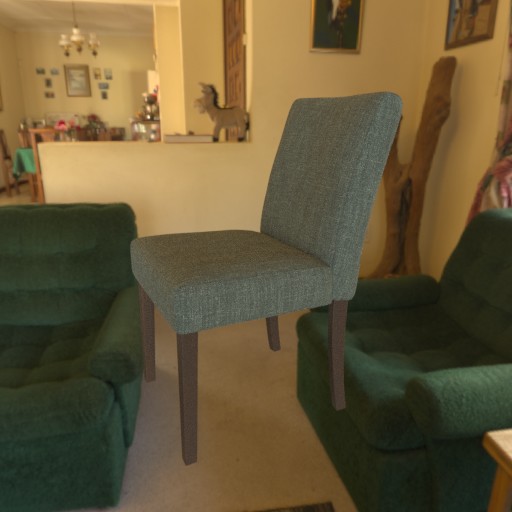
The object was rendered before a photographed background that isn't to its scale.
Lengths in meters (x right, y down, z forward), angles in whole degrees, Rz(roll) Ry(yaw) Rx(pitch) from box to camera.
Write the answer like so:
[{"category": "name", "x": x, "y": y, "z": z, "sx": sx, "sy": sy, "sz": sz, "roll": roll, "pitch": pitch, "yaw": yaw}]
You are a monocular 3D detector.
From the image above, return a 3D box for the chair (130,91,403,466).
[{"category": "chair", "x": 0.000, "y": 0.000, "z": 1.276, "sx": 0.629, "sy": 0.884, "sz": 0.487, "roll": -8, "pitch": 19, "yaw": -25}]
